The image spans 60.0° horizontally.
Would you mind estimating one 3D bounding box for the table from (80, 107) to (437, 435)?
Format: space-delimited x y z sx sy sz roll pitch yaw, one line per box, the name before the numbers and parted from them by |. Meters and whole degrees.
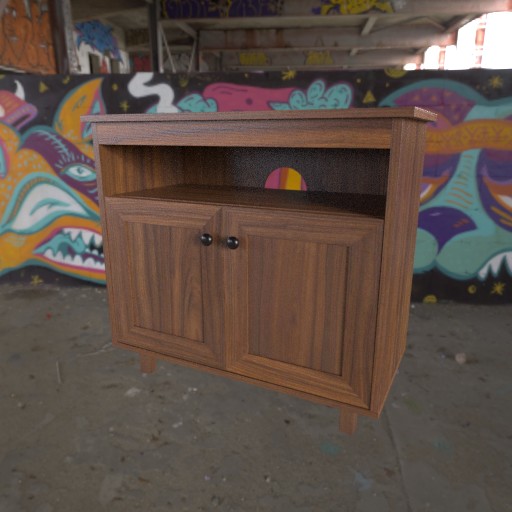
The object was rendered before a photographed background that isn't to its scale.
table | 0.000 0.000 1.194 0.802 0.725 0.390 8 17 26
